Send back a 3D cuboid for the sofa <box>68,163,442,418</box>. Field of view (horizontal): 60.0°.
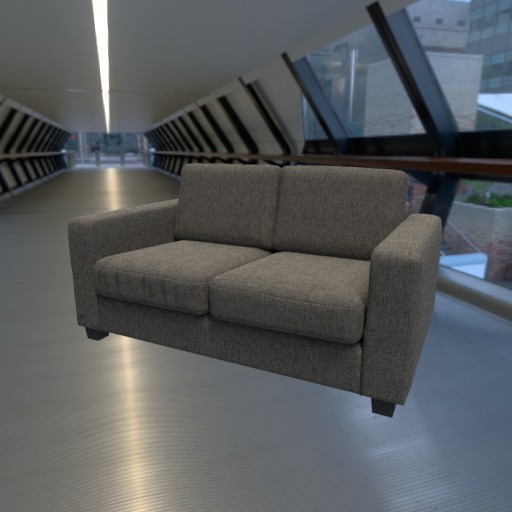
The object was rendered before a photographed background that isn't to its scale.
[{"bbox_3d":[0.000,0.000,2.045,1.520,0.800,0.900,7,16,26],"label":"sofa"}]
